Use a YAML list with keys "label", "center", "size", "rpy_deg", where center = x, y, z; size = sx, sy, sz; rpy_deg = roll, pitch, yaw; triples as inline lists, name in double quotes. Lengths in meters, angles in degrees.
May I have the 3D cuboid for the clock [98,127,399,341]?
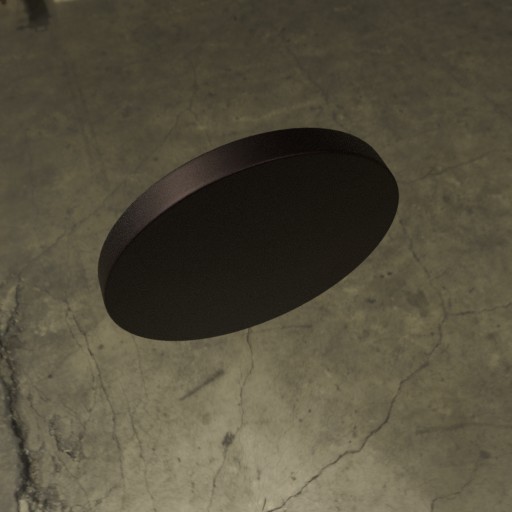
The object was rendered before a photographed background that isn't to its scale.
- label: "clock"
  center: [0.000, 0.000, 0.465]
  size: [0.314, 0.314, 0.029]
  rpy_deg: [-19, 61, -11]
